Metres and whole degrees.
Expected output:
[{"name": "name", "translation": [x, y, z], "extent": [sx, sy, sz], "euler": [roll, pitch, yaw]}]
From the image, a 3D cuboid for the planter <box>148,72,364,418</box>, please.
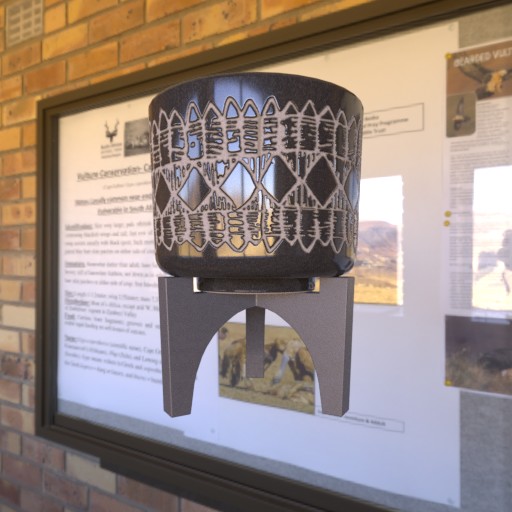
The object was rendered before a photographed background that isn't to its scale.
[{"name": "planter", "translation": [0.000, 0.000, 0.413], "extent": [0.196, 0.264, 0.196], "euler": [0, 0, -1]}]
